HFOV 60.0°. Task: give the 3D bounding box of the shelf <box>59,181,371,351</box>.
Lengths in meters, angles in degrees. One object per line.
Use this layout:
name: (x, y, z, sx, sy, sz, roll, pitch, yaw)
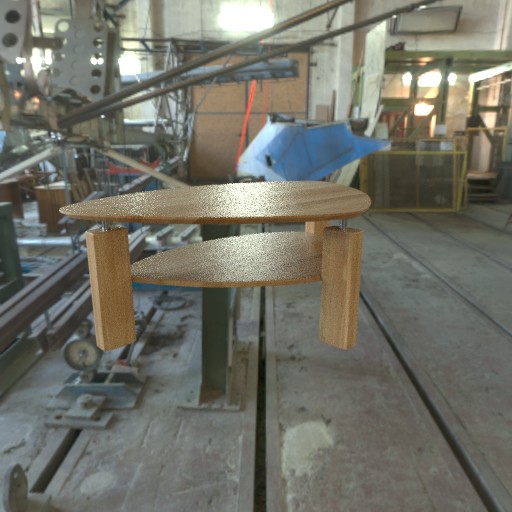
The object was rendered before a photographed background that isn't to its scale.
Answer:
shelf: (0.000, 0.000, 1.644, 1.240, 0.439, 0.863, -14, 21, -42)
